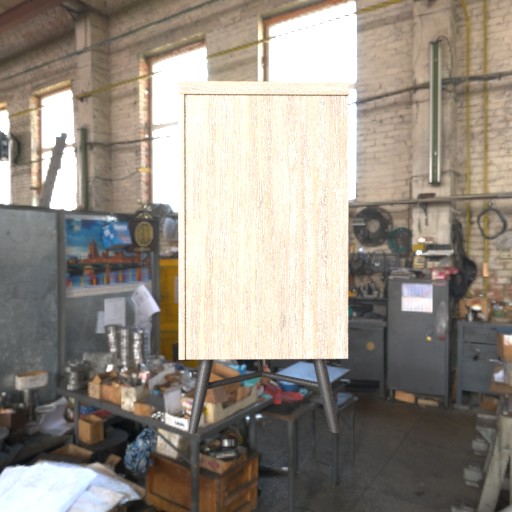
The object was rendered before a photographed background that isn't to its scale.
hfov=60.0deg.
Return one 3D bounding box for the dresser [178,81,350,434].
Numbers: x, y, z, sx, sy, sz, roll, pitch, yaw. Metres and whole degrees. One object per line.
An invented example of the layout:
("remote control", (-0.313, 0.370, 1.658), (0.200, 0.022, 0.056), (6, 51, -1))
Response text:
("dresser", (0.000, 0.000, 1.903), (0.457, 0.914, 1.524), (0, 1, -1))
